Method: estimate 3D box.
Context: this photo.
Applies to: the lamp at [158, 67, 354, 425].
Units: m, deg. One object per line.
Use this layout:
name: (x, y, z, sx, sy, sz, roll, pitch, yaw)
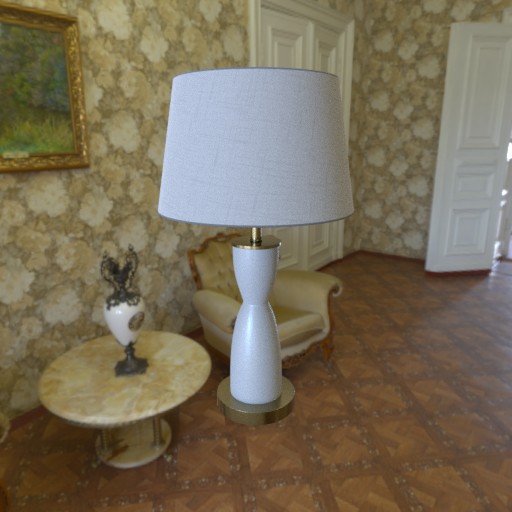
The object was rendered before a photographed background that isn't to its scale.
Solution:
lamp: (0.000, 0.000, 0.733, 0.309, 0.545, 0.309, 0, 15, 0)
